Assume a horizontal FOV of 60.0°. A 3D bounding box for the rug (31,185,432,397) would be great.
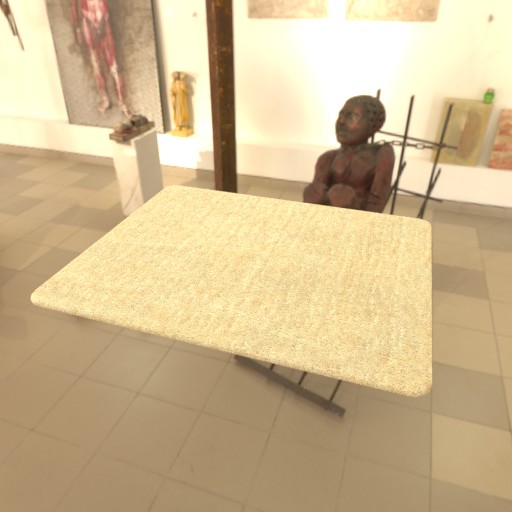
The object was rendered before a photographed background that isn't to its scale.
[{"bbox_3d":[0.000,0.000,3.364,2.528,0.048,2.009,10,33,16],"label":"rug"}]
